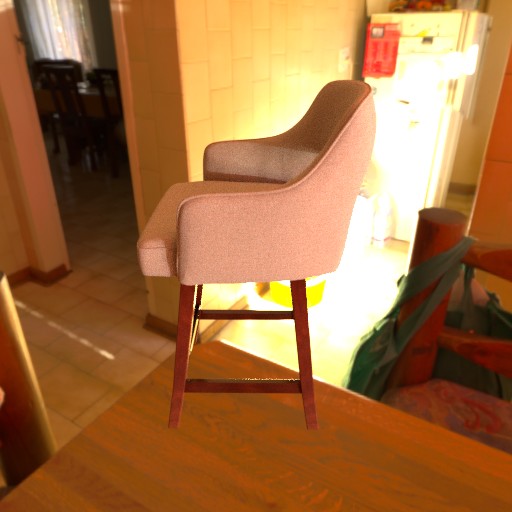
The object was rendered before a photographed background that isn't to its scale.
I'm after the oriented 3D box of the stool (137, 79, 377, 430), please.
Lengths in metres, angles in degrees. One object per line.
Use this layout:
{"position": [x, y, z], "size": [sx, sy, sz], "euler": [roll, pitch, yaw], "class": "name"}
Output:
{"position": [0.000, 0.000, 1.279], "size": [0.560, 0.936, 0.550], "euler": [0, 27, 1], "class": "stool"}
